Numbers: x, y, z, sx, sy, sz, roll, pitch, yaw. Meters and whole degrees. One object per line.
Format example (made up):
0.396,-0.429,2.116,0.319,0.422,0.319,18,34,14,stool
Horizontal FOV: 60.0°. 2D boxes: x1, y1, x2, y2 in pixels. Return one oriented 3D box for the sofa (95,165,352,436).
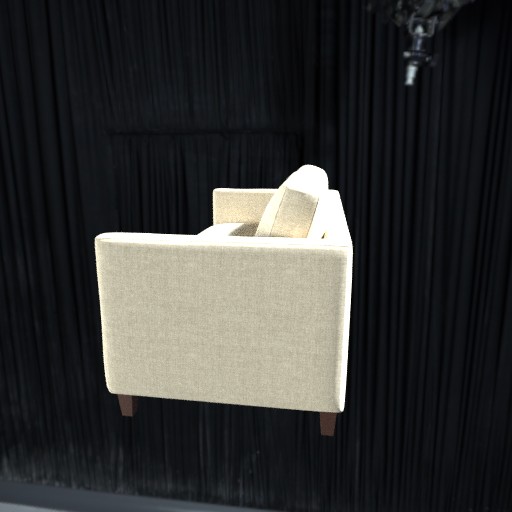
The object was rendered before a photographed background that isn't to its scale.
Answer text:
0.000,0.000,2.481,0.950,0.963,1.884,2,14,8,sofa
